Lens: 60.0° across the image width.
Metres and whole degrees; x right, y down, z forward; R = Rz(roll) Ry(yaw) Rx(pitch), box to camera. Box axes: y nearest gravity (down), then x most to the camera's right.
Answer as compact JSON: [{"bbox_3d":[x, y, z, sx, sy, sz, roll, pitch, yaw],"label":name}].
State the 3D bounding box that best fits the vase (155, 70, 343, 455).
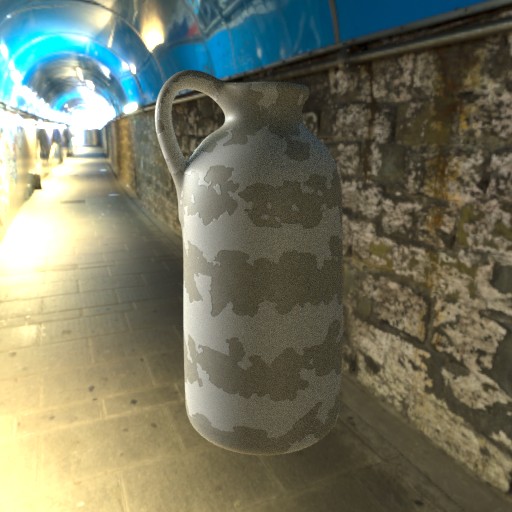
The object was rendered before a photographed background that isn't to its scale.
[{"bbox_3d":[0.000,0.000,0.493,0.203,0.382,0.186,-3,15,-10],"label":"vase"}]
